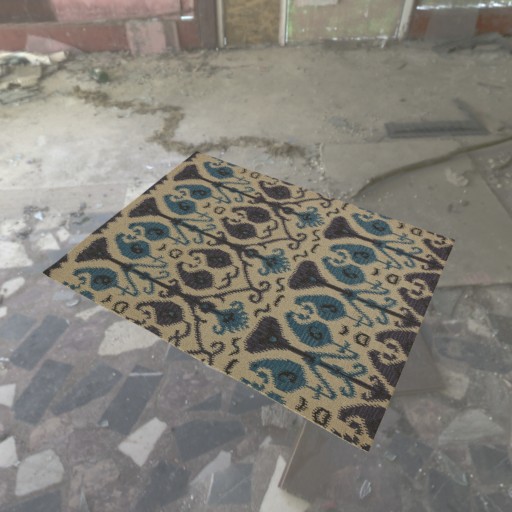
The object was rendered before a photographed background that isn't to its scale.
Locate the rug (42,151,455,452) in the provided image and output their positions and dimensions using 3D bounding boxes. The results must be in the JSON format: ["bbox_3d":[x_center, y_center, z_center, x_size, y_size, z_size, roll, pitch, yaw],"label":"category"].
[{"bbox_3d":[0.000,0.000,4.307,3.228,0.024,2.443,23,50,21],"label":"rug"}]
